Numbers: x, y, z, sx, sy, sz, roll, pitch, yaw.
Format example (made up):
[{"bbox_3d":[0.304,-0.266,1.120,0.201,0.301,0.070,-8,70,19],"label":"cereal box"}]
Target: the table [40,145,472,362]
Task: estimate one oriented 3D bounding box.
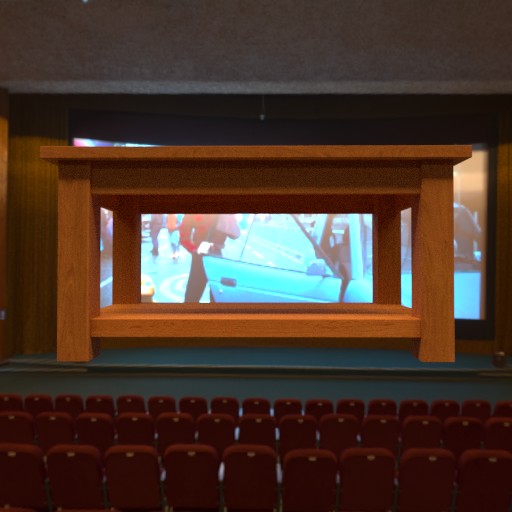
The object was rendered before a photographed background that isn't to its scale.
[{"bbox_3d":[0.000,0.000,1.143,0.899,0.452,0.450,0,-1,0],"label":"table"}]
